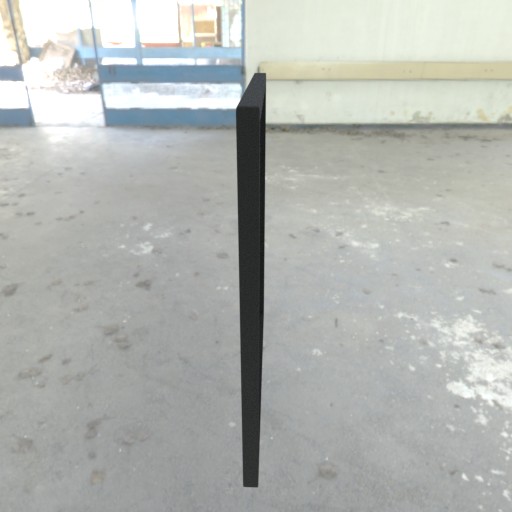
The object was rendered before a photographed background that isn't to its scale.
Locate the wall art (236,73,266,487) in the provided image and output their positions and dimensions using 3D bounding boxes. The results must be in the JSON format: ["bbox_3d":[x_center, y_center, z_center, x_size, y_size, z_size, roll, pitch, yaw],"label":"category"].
[{"bbox_3d":[0.000,0.000,0.700,0.021,0.508,0.432,1,26,2],"label":"wall art"}]
